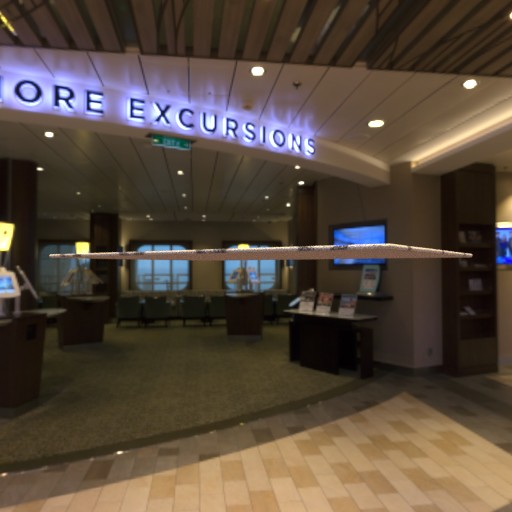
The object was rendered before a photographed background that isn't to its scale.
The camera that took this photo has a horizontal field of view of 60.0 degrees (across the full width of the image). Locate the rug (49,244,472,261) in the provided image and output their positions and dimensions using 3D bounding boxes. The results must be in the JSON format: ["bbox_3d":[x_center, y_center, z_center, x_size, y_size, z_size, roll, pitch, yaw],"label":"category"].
[{"bbox_3d":[0.000,0.000,3.377,2.701,0.026,1.801,-1,-2,36],"label":"rug"}]
